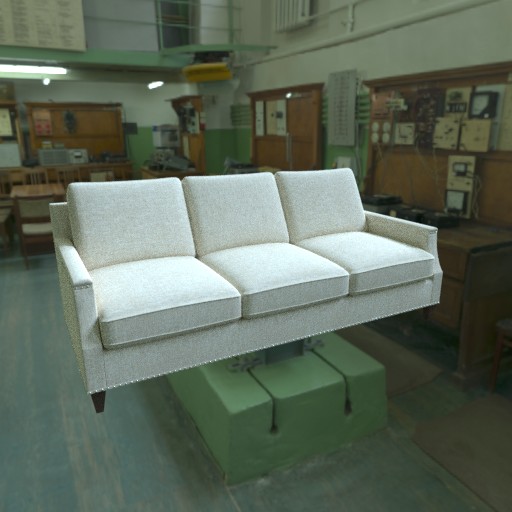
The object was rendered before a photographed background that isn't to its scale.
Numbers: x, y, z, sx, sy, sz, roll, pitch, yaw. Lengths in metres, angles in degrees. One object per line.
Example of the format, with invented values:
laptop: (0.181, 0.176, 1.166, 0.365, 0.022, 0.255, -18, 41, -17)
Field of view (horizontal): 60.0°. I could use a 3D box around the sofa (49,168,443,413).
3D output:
sofa: (0.000, 0.000, 2.753, 2.210, 0.940, 1.041, -9, 18, -27)
